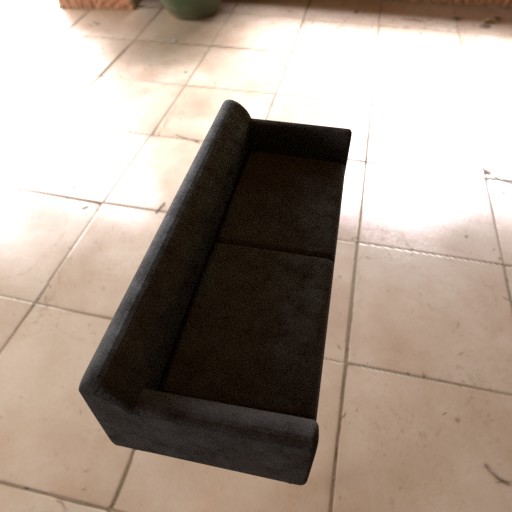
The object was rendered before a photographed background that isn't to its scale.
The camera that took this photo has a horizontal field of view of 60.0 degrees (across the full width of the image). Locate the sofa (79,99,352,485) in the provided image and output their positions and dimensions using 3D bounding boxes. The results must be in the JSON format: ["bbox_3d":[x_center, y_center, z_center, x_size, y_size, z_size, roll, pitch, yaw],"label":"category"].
[{"bbox_3d":[0.000,0.000,2.528,0.900,0.740,2.190,9,48,8],"label":"sofa"}]
